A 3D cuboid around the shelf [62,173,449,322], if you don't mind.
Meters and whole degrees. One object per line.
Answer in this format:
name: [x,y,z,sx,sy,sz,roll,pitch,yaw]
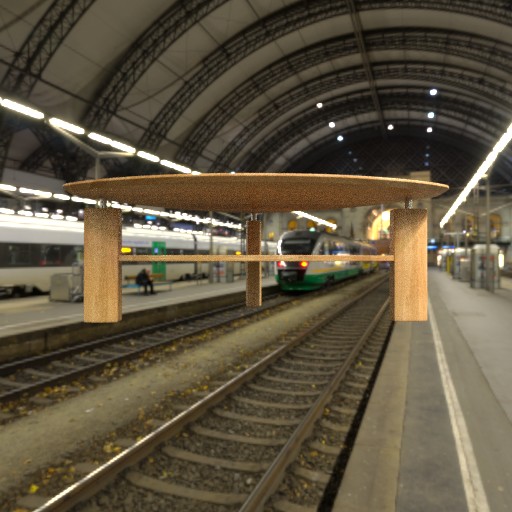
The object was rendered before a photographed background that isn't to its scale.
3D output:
shelf: [0.000,0.000,1.614,1.240,0.439,0.863,0,0,-1]
